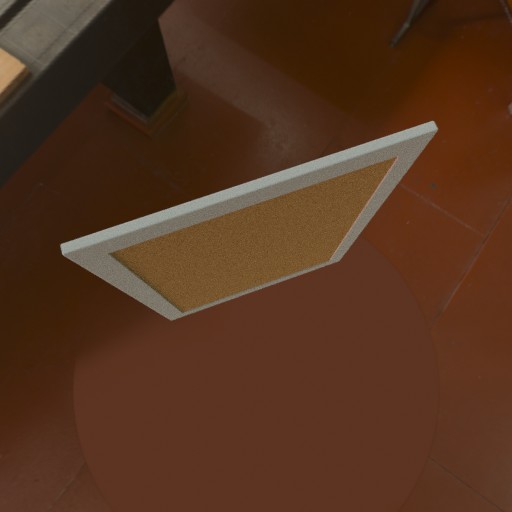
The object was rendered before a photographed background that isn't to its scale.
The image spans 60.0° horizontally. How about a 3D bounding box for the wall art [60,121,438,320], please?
[{"bbox_3d":[0.000,0.000,0.672,0.374,0.529,0.012,-19,76,-5],"label":"wall art"}]
